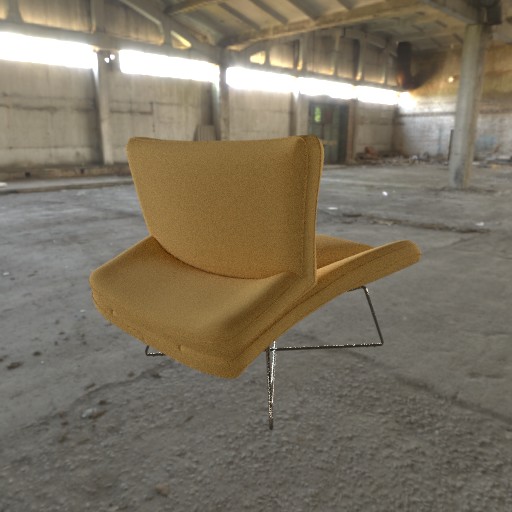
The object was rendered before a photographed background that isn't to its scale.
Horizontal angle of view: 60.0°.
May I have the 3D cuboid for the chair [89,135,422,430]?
[{"bbox_3d":[0.000,0.000,1.642,0.859,0.855,1.008,14,20,43],"label":"chair"}]
